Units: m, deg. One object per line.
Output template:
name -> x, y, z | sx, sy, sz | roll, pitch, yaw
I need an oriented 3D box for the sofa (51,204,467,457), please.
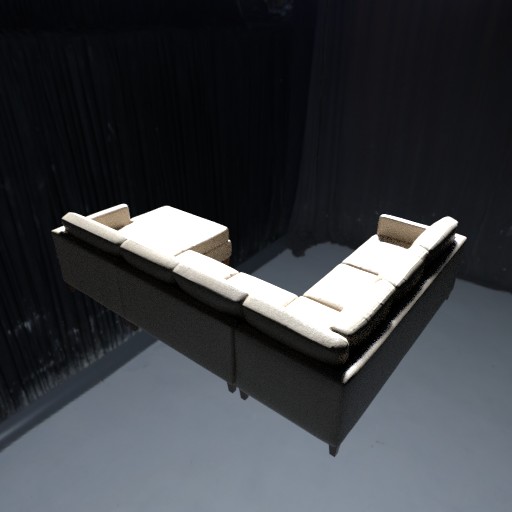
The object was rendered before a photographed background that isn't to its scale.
sofa -> 0.000, 0.000, 4.655 | 3.460, 0.961, 2.594 | 22, 36, 33
